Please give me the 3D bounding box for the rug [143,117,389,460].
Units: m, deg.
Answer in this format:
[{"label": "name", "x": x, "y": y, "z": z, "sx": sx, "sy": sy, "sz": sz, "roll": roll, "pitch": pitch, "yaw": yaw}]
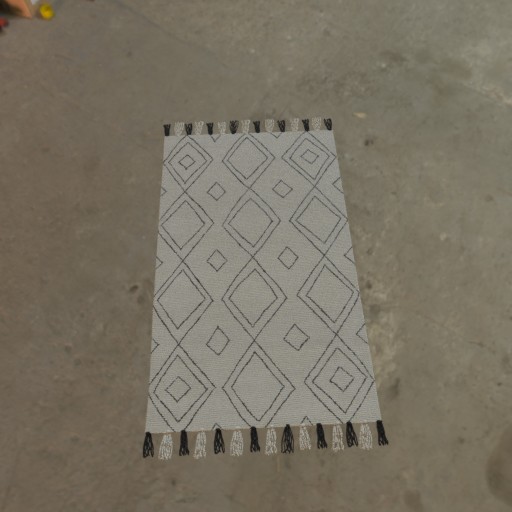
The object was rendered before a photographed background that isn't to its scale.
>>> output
[{"label": "rug", "x": 0.000, "y": 0.000, "z": 3.352, "sx": 1.524, "sy": 0.021, "sz": 2.755, "roll": -2, "pitch": 63, "yaw": -1}]
